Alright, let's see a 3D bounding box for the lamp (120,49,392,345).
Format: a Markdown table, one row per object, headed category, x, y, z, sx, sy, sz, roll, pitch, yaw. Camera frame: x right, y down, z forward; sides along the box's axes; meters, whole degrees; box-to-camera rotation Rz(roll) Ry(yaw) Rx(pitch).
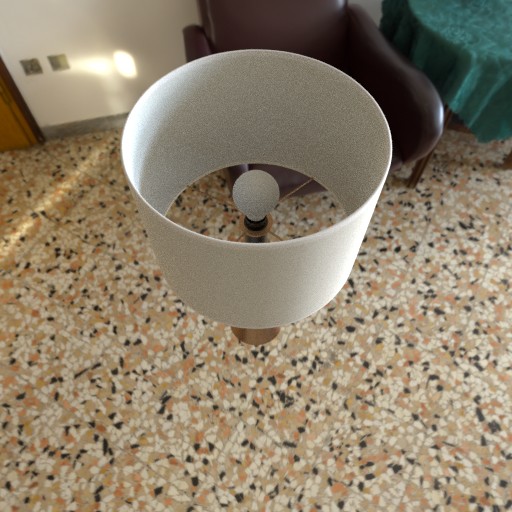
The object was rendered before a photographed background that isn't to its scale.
| category | x | y | z | sx | sy | sz | roll | pitch | yaw |
| --- | --- | --- | --- | --- | --- | --- | --- | --- | --- |
| lamp | 0.000 | 0.000 | 0.646 | 0.268 | 0.479 | 0.268 | 36 | 65 | 19 |
